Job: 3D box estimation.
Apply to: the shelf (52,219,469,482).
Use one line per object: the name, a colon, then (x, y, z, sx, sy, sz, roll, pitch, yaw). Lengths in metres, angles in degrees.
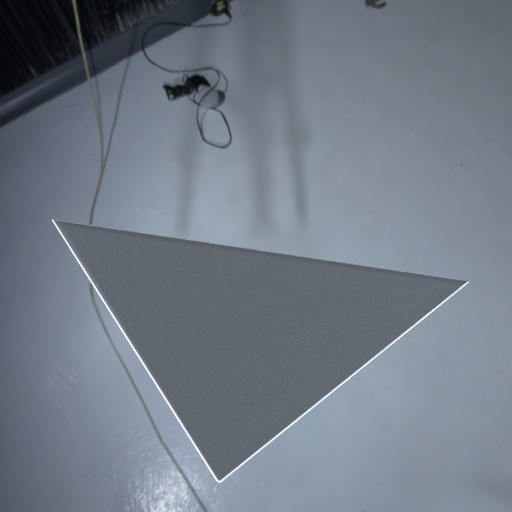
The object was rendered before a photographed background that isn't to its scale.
shelf: (0.000, 0.000, 0.451, 0.296, 0.035, 0.296, -35, 76, -10)
